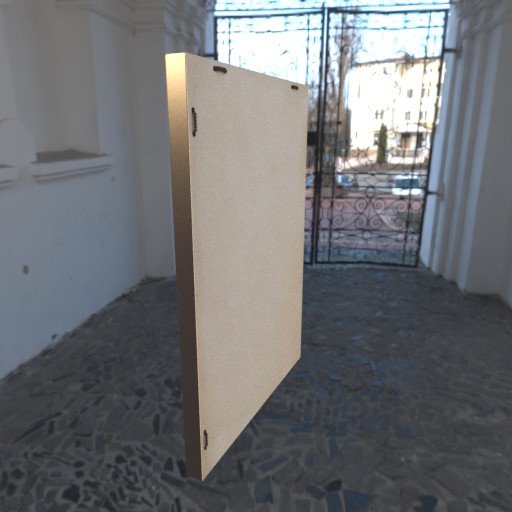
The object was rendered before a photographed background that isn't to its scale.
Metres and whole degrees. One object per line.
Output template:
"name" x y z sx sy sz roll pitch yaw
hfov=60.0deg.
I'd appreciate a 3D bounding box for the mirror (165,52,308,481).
"mirror" 0.000 0.000 0.927 0.040 0.710 0.507 7 17 25
